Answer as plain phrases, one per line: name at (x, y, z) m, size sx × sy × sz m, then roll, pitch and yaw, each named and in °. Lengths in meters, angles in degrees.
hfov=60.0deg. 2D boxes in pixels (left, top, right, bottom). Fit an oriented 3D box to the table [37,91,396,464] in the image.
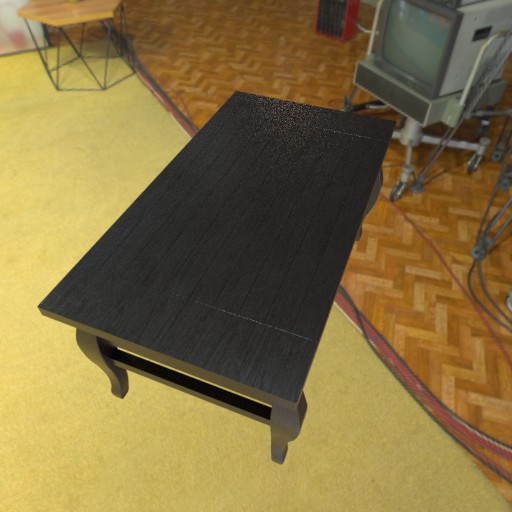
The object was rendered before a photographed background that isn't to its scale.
table at (0.000, 0.000, 1.390) m, size 0.600 × 0.494 × 1.062 m, roll 16°, pitch 49°, yaw 15°
